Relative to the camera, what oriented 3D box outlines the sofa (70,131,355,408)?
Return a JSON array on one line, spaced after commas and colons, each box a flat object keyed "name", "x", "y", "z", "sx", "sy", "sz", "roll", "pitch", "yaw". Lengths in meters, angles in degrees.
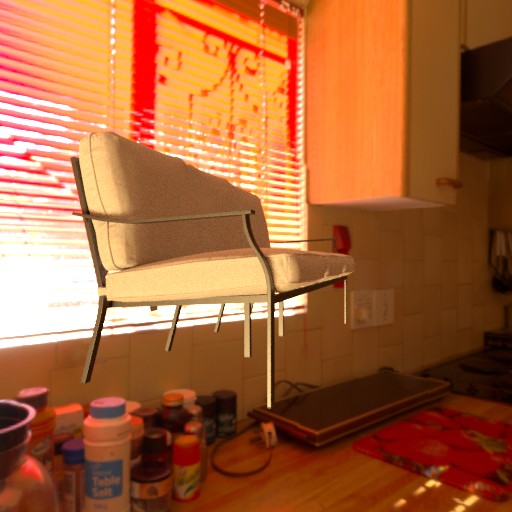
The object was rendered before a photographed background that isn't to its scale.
[{"name": "sofa", "x": 0.000, "y": 0.000, "z": 2.157, "sx": 0.787, "sy": 0.860, "sz": 1.740, "roll": 0, "pitch": -1, "yaw": 18}]
